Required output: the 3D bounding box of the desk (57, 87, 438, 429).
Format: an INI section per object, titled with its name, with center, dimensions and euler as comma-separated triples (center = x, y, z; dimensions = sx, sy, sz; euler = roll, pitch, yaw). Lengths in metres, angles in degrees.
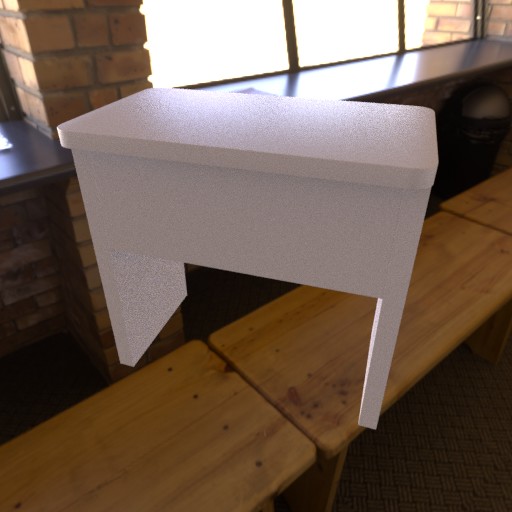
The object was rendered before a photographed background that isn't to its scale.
[desk]
center = 0.000, 0.000, 1.230
dimensions = 0.790, 0.760, 0.446
euler = 10, 34, 15
